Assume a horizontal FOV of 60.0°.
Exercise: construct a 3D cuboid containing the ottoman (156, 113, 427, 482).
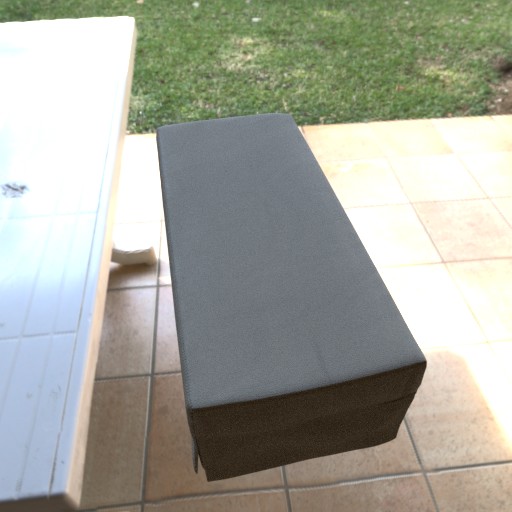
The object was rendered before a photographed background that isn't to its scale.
[{"bbox_3d":[0.000,0.000,1.679,0.665,0.457,1.388,-9,46,-8],"label":"ottoman"}]
